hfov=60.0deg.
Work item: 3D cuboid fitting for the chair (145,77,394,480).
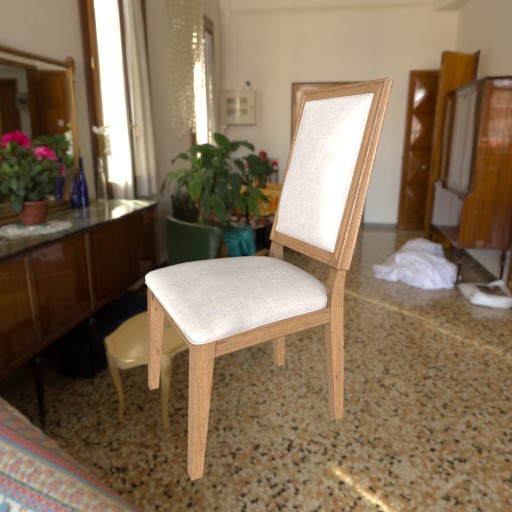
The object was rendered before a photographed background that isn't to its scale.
[{"bbox_3d":[0.000,0.000,1.336,0.601,0.988,0.536,-7,17,-25],"label":"chair"}]
